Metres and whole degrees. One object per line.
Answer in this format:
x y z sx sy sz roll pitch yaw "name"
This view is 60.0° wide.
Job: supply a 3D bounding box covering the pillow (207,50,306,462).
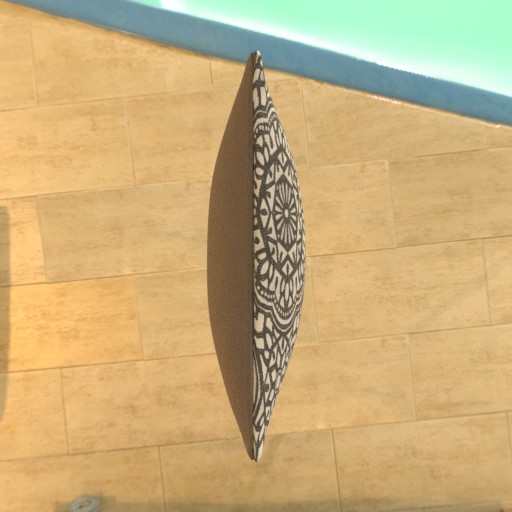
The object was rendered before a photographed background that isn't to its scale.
0.000 0.000 0.662 0.148 0.417 0.436 0 90 0 "pillow"
